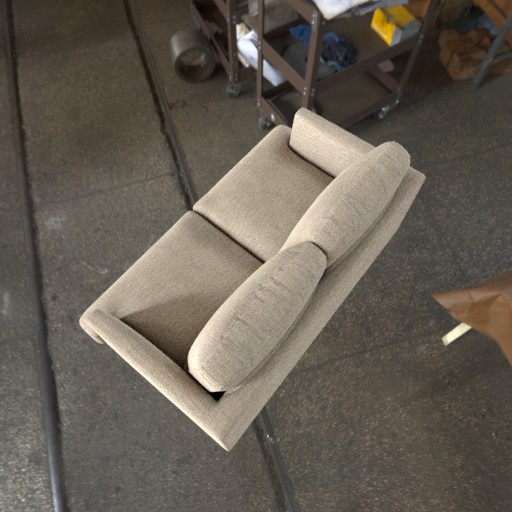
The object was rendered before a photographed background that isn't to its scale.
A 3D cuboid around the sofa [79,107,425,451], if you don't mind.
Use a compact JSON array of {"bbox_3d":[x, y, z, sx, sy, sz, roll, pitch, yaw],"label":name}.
[{"bbox_3d":[0.000,0.000,2.208,0.903,0.944,1.582,35,68,17],"label":"sofa"}]
